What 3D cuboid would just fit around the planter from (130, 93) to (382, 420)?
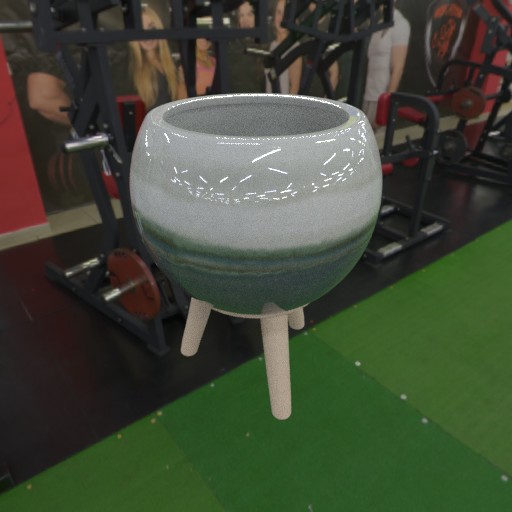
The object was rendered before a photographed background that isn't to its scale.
[{"bbox_3d":[0.000,0.000,0.439,0.222,0.278,0.222,0,30,0],"label":"planter"}]
